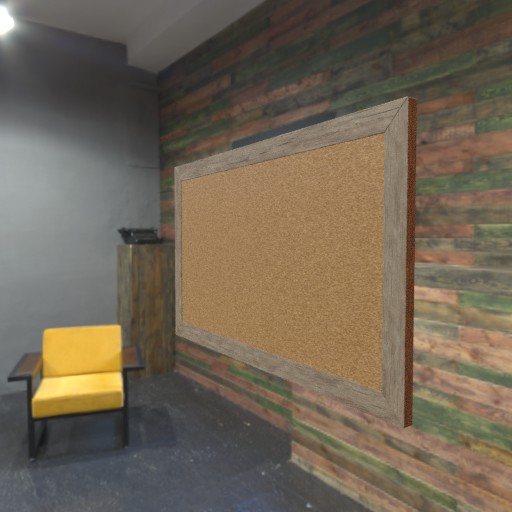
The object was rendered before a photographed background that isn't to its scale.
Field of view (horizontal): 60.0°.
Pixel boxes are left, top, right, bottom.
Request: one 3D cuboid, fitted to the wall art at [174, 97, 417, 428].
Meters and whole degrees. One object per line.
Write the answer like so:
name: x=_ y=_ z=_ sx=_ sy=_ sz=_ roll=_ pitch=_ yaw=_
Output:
wall art: x=0.000 y=0.000 z=0.962 sx=0.021 sy=0.480 sz=0.780 roll=-2 pitch=3 yaw=-35
